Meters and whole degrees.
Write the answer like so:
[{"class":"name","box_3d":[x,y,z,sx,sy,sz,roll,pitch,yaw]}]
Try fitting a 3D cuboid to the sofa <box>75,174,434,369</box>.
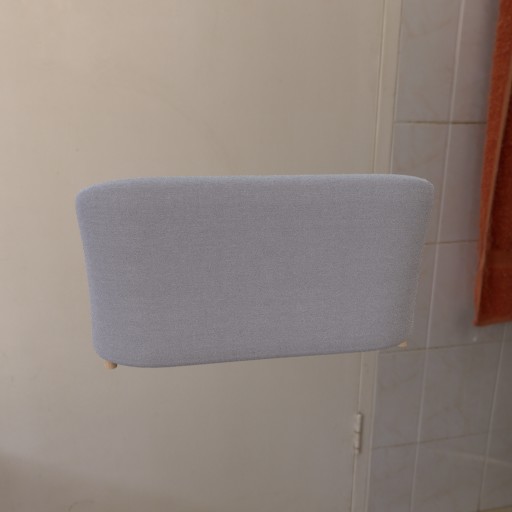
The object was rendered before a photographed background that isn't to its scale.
[{"class":"sofa","box_3d":[0.000,0.000,1.879,1.452,0.721,0.705,-2,15,-9]}]
